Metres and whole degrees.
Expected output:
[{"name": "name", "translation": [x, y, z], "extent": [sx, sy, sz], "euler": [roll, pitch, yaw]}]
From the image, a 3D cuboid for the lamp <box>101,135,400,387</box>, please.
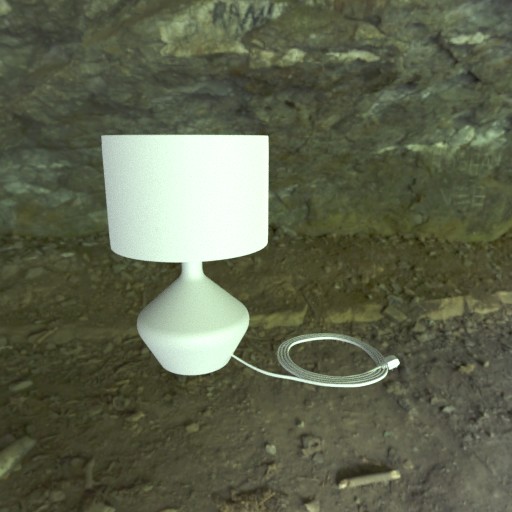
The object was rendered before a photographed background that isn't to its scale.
[{"name": "lamp", "translation": [0.000, 0.000, 0.873], "extent": [0.546, 0.457, 0.401], "euler": [8, 16, 27]}]
